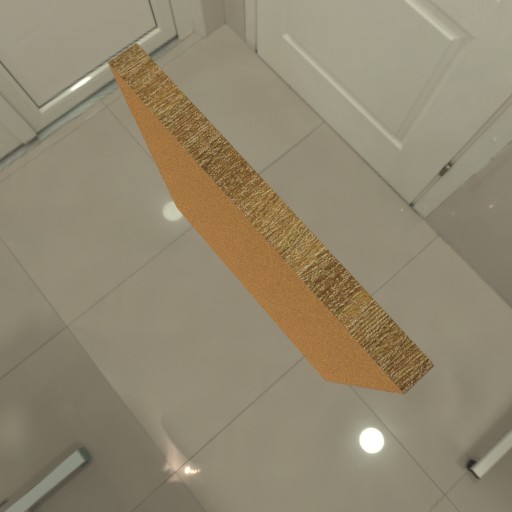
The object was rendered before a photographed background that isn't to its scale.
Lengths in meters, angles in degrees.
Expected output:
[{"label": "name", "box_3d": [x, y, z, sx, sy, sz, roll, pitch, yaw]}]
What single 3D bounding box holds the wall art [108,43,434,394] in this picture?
[{"label": "wall art", "box_3d": [0.000, 0.000, 0.590, 0.039, 0.403, 0.406, -40, 79, -9]}]
